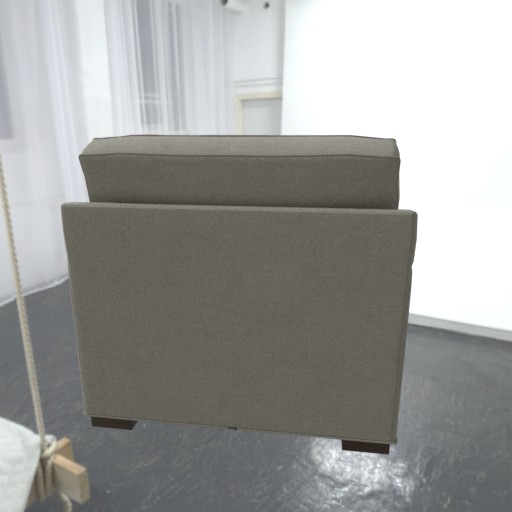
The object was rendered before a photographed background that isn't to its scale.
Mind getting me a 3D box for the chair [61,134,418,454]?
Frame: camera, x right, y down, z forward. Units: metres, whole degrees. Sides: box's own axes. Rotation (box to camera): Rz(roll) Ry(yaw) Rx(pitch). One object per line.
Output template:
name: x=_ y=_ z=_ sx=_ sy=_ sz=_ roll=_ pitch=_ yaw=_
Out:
chair: x=0.000 y=0.000 z=1.760 sx=0.999 sy=0.934 sz=1.044 roll=2 pitch=16 yaw=8
